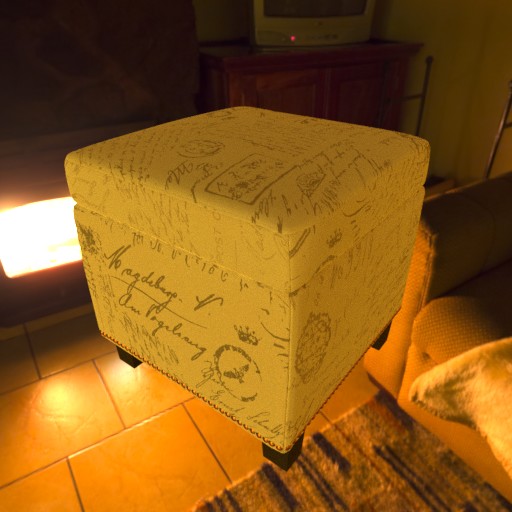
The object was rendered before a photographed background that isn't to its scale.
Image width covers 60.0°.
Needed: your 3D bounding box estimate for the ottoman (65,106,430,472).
[{"bbox_3d":[0.000,0.000,0.827,0.450,0.457,0.449,21,37,32],"label":"ottoman"}]
